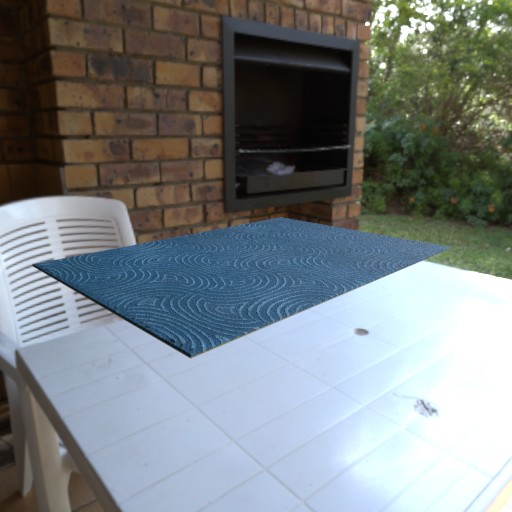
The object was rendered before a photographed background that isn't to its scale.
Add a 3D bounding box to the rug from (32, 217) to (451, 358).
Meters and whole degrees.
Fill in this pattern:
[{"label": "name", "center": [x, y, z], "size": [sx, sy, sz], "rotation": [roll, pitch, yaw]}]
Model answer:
[{"label": "rug", "center": [0.000, 0.000, 2.775], "size": [2.144, 0.015, 1.543], "rotation": [-15, 21, -42]}]
